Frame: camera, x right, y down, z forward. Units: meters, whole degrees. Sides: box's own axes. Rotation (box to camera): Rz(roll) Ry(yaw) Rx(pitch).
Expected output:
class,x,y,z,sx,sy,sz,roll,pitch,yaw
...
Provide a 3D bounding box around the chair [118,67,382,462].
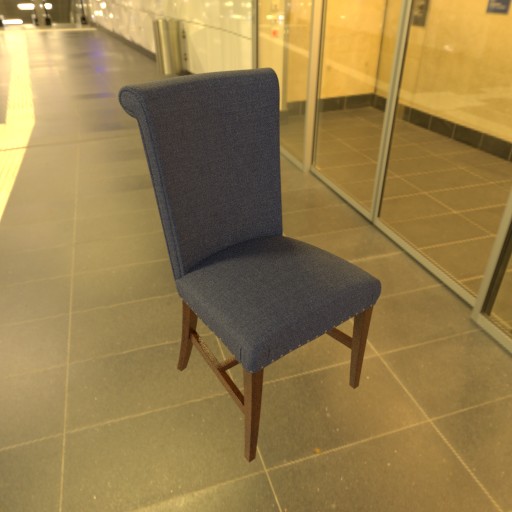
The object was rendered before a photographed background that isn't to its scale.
class,x,y,z,sx,sy,sz,roll,pitch,yaw
chair,0.000,0.000,1.371,0.513,0.988,0.608,-22,38,-31
